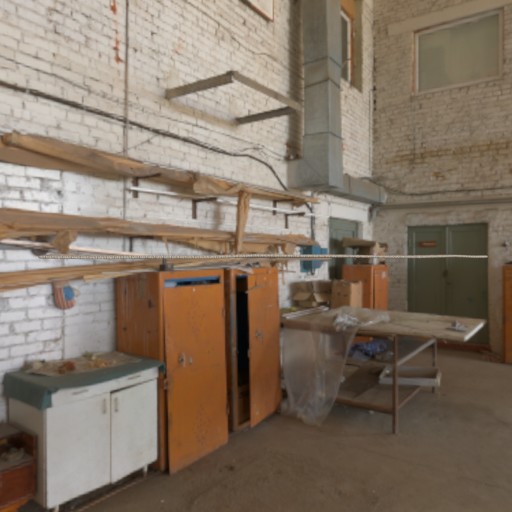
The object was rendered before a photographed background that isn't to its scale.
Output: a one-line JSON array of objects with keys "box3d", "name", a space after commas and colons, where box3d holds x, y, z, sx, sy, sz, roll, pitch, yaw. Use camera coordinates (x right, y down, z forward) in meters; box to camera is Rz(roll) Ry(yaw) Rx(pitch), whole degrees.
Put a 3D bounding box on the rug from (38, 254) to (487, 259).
[{"box3d": [0.000, 0.000, 1.040, 0.869, 0.008, 0.511, 0, 0, -19], "name": "rug"}]
